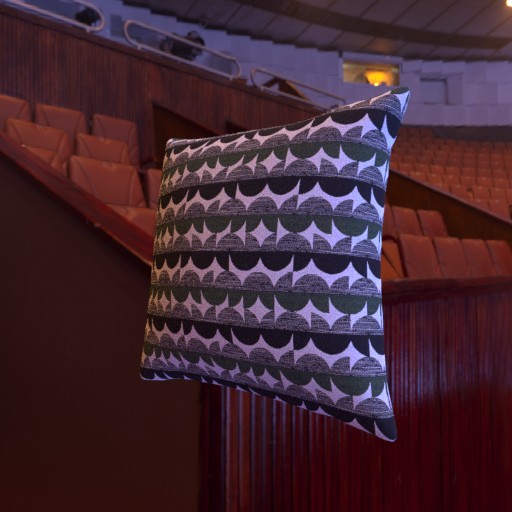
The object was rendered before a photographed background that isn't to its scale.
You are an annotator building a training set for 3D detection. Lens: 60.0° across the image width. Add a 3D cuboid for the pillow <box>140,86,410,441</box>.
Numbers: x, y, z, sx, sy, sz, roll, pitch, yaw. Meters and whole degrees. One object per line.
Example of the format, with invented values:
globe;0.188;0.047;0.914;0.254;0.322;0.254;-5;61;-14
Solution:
pillow;0.000;0.000;0.628;0.419;0.404;0.180;0;0;36
